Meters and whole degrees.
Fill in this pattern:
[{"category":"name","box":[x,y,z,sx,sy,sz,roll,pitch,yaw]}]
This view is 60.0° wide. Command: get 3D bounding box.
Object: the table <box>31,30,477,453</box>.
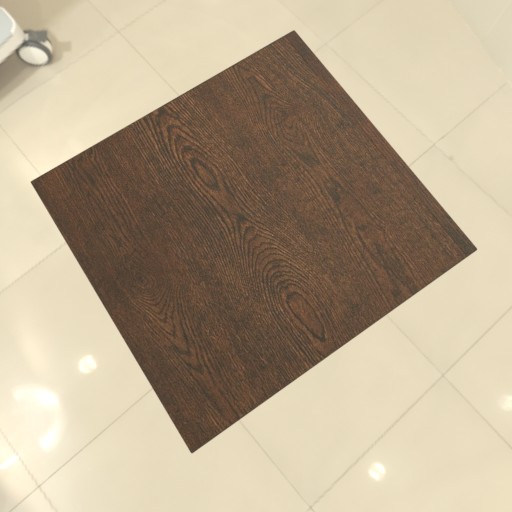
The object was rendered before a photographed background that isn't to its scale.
[{"category":"table","box":[0.000,0.000,1.004,0.566,0.582,0.506,-33,78,-8]}]
